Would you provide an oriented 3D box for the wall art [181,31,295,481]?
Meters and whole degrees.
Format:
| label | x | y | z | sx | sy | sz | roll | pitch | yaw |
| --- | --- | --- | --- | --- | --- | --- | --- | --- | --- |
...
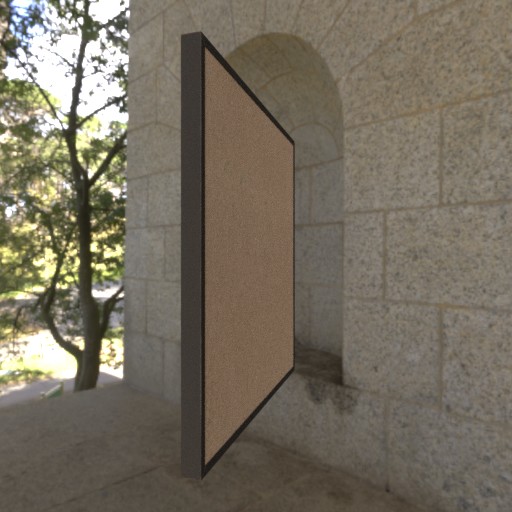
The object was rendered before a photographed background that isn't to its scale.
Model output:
| label | x | y | z | sx | sy | sz | roll | pitch | yaw |
| --- | --- | --- | --- | --- | --- | --- | --- | --- | --- |
| wall art | 0.000 | 0.000 | 1.120 | 0.038 | 0.762 | 0.762 | 0 | 0 | 17 |
